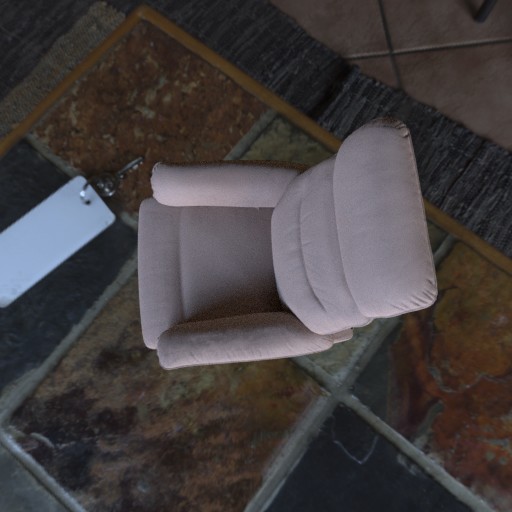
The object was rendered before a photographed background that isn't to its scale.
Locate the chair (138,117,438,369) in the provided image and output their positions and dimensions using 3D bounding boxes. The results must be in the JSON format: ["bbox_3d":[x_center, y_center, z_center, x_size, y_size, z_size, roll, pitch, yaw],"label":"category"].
[{"bbox_3d":[0.000,0.000,1.772,1.004,1.037,0.820,-5,77,-1],"label":"chair"}]
